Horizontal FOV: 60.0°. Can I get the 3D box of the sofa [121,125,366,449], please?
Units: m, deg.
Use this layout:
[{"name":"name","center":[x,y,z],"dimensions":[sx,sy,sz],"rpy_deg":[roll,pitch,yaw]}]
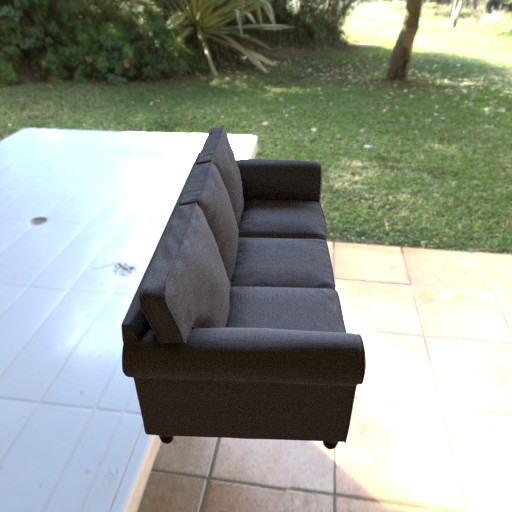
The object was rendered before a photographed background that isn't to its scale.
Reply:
[{"name":"sofa","center":[0.000,0.000,2.563],"dimensions":[0.916,0.961,2.084],"rpy_deg":[1,32,2]}]
